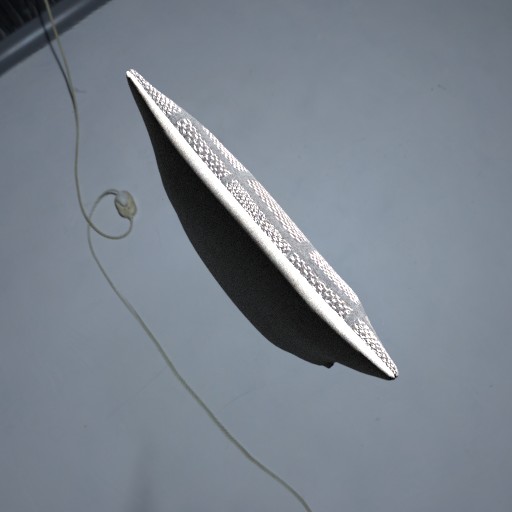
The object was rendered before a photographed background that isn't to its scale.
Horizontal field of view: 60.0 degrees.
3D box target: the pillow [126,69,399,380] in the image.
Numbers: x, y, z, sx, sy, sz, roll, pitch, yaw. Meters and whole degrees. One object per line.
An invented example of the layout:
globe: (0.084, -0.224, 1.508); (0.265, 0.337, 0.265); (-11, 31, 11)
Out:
pillow: (0.000, 0.000, 0.666); (0.138, 0.432, 0.435); (-39, 80, -8)
